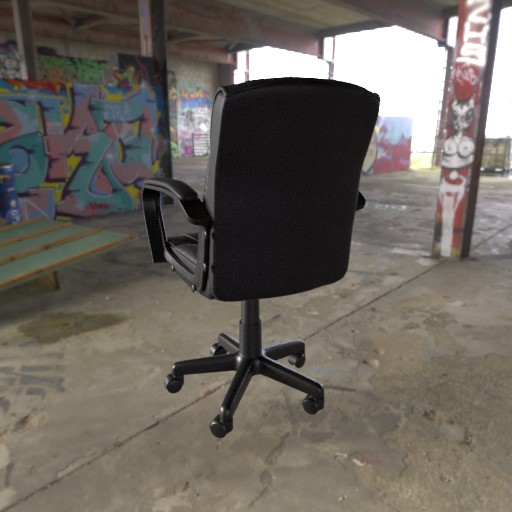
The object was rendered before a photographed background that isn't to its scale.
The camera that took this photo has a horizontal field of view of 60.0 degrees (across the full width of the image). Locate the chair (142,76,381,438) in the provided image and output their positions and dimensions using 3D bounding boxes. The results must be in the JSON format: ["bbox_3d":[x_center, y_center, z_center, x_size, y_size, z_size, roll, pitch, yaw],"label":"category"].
[{"bbox_3d":[0.000,0.000,1.398,0.576,0.998,0.641,-8,18,-26],"label":"chair"}]
